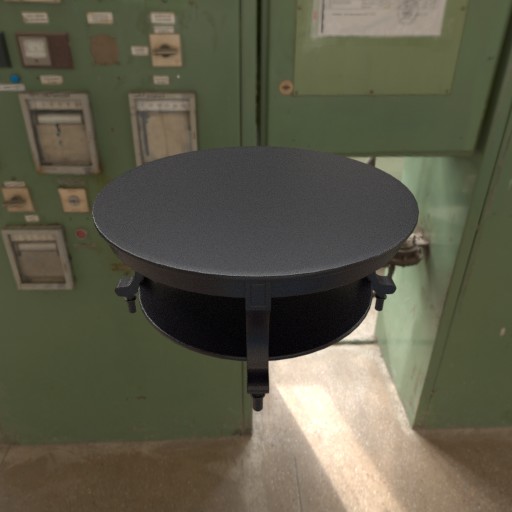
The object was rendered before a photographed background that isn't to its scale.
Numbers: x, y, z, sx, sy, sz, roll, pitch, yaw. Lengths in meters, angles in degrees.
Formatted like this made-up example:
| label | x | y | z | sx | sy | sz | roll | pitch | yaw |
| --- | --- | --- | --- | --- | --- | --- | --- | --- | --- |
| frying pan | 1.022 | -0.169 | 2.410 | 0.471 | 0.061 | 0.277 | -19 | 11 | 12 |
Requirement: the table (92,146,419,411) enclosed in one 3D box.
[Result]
| label | x | y | z | sx | sy | sz | roll | pitch | yaw |
| --- | --- | --- | --- | --- | --- | --- | --- | --- | --- |
| table | 0.000 | 0.000 | 1.579 | 1.029 | 0.491 | 1.029 | 0 | 30 | 0 |
